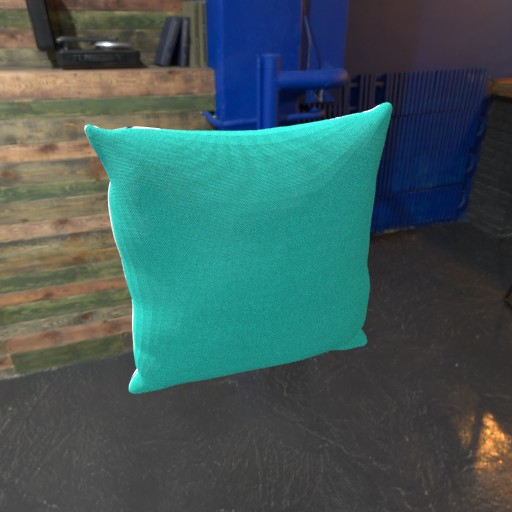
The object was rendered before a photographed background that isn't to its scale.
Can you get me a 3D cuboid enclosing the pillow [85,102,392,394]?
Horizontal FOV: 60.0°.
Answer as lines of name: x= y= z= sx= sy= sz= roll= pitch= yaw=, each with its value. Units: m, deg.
pillow: x=0.000 y=0.000 z=0.693 sx=0.440 sy=0.441 sz=0.182 roll=-9 pitch=28 yaw=-16
